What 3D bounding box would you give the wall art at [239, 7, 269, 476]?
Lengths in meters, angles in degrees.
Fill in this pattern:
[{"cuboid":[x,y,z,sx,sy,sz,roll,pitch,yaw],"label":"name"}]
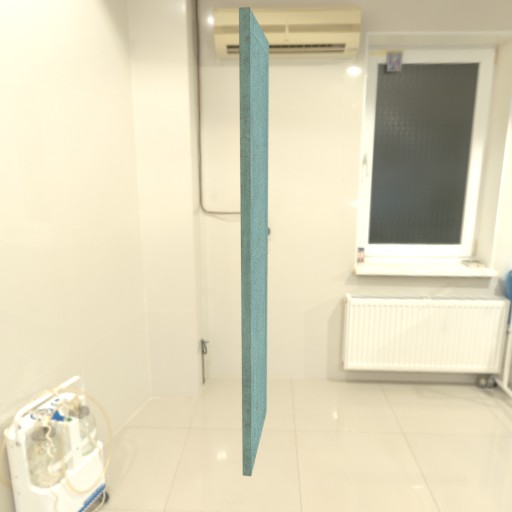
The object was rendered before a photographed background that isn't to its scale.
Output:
[{"cuboid":[0.000,0.000,1.288,0.025,1.219,0.329,2,13,9],"label":"wall art"}]
